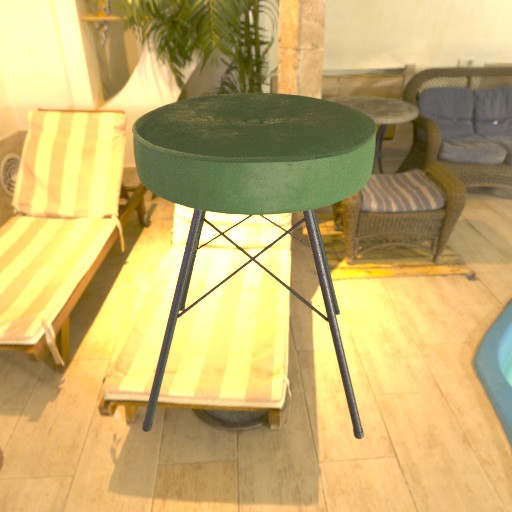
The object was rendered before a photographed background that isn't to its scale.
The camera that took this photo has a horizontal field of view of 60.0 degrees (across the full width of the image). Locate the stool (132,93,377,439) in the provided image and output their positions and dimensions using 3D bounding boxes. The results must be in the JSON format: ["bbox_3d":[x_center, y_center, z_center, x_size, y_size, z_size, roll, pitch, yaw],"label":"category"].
[{"bbox_3d":[0.000,0.000,0.933,0.457,0.595,0.430,1,31,2],"label":"stool"}]
